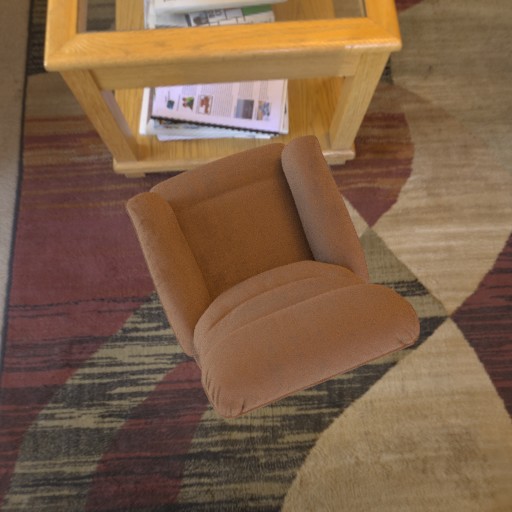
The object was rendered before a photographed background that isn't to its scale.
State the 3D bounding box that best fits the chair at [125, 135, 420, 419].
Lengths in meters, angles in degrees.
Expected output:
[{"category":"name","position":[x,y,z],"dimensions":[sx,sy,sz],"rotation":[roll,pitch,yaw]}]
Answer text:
[{"category":"chair","position":[0.000,0.000,1.744],"dimensions":[0.820,1.037,1.004],"rotation":[-21,76,-5]}]
